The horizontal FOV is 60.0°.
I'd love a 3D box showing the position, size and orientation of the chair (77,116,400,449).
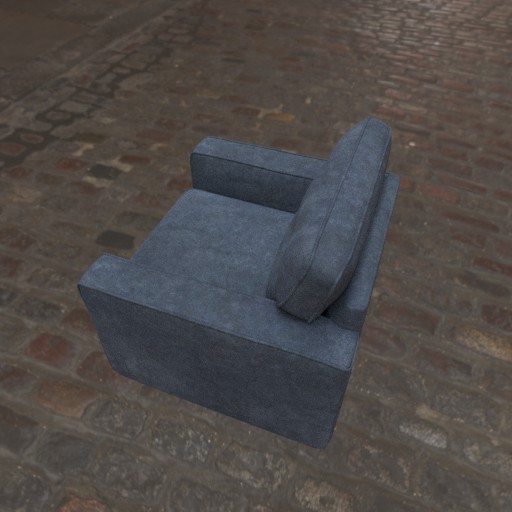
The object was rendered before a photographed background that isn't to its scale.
[{"bbox_3d":[0.000,0.000,1.780,0.939,0.965,1.015,15,48,14],"label":"chair"}]
